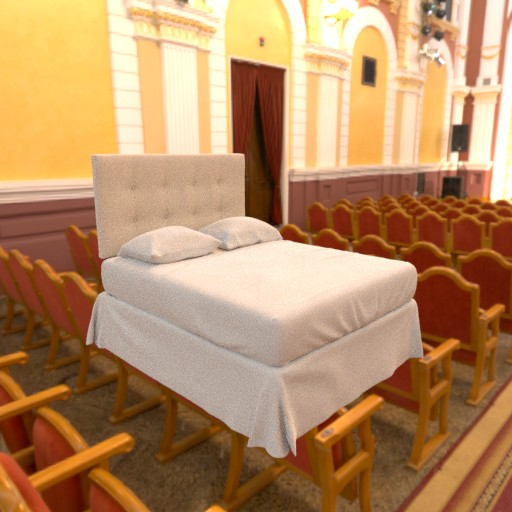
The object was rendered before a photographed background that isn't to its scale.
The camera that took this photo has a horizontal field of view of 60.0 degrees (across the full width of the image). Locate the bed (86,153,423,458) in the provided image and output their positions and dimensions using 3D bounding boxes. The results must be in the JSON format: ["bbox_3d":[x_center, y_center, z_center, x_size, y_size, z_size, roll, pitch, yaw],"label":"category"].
[{"bbox_3d":[0.000,0.000,3.519,2.222,1.577,1.936,13,18,43],"label":"bed"}]
